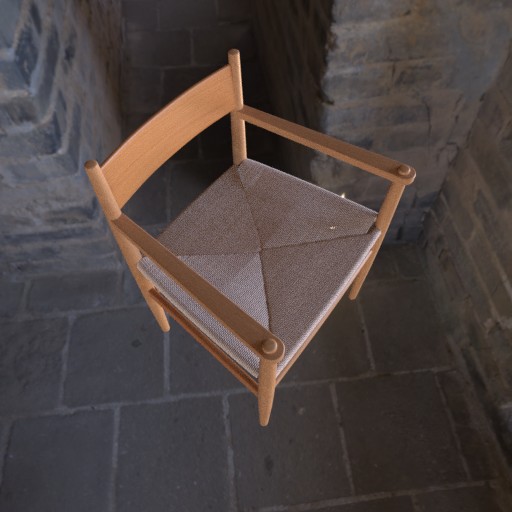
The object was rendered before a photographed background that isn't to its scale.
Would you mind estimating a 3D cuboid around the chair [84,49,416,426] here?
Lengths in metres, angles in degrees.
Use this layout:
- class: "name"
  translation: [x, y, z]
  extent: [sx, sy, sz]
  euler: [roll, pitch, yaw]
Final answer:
- class: "chair"
  translation: [0.000, 0.000, 1.155]
  extent: [0.495, 0.762, 0.556]
  euler: [32, 64, 18]
